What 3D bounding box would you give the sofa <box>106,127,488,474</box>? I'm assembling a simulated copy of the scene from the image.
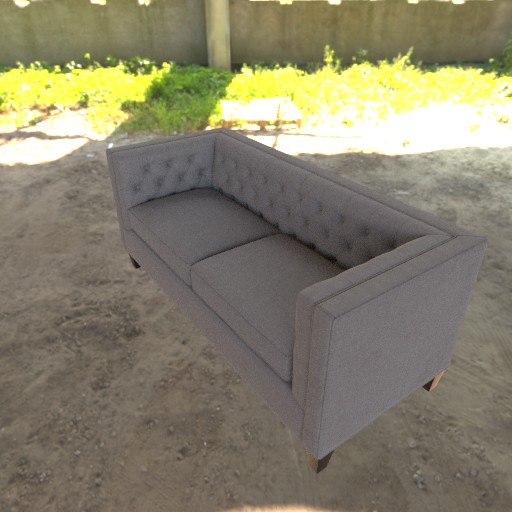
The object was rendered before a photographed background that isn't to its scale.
[{"bbox_3d":[0.000,0.000,2.188,0.775,0.762,1.778,-21,37,-30],"label":"sofa"}]
